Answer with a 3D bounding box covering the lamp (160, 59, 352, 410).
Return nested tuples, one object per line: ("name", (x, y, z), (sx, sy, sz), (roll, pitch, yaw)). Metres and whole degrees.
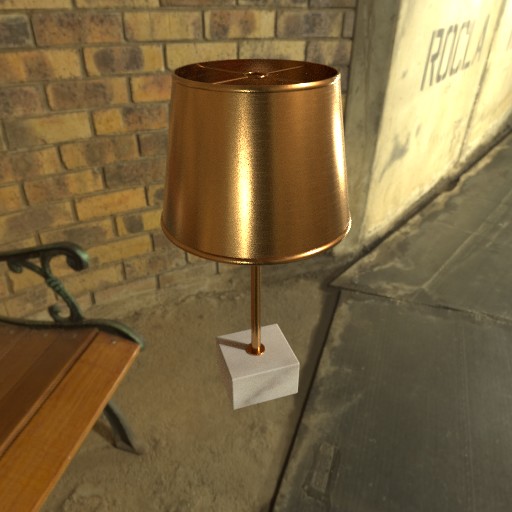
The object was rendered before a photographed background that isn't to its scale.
("lamp", (0.000, 0.000, 0.519), (0.208, 0.406, 0.208), (0, 31, 0))
